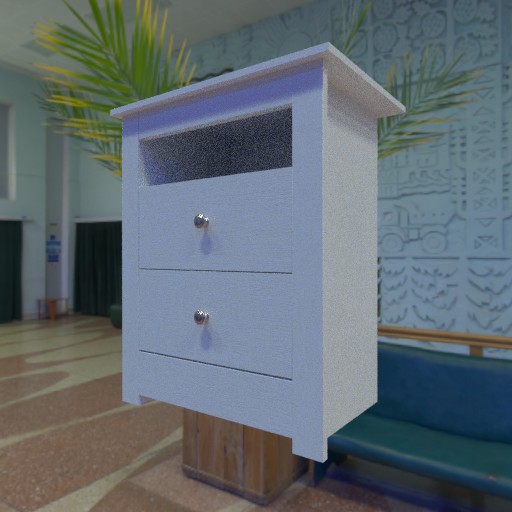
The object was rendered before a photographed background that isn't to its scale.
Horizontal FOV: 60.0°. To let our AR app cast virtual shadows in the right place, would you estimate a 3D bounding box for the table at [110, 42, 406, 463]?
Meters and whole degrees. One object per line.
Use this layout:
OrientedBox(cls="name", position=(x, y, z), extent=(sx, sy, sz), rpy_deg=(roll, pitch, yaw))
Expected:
OrientedBox(cls="table", position=(0.000, 0.000, 1.070), extent=(0.589, 0.711, 0.406), rpy_deg=(0, 0, 36))
